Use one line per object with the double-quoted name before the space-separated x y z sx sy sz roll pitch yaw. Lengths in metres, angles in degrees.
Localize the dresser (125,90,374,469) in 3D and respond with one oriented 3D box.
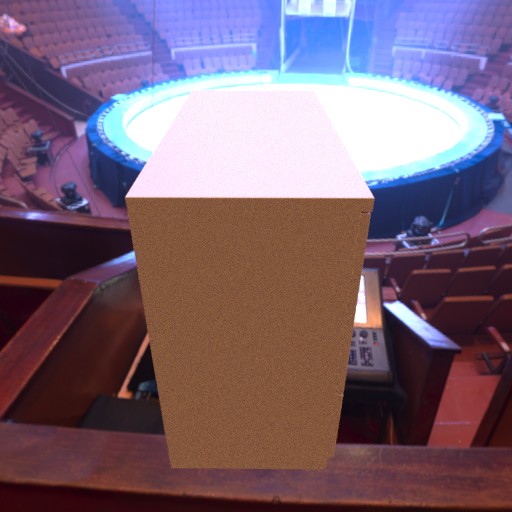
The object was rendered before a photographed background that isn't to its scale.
"dresser" 0.000 0.000 1.266 0.420 0.740 0.830 0 32 0
